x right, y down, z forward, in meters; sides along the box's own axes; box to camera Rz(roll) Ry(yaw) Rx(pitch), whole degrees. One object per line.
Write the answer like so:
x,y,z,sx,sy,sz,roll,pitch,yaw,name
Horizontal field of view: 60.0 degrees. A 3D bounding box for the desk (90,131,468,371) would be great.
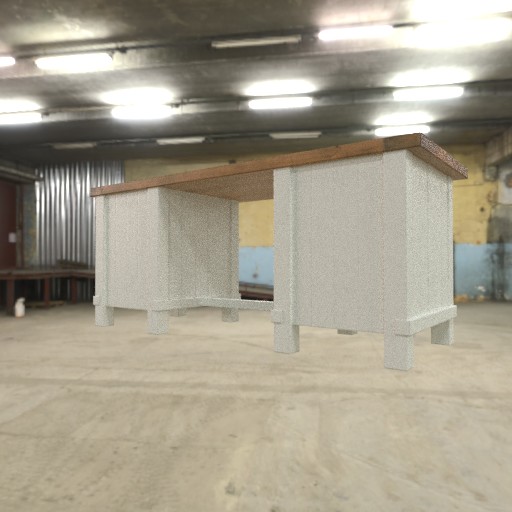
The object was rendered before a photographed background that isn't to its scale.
0.000,0.000,2.204,1.803,0.760,0.688,-1,-1,37,desk
